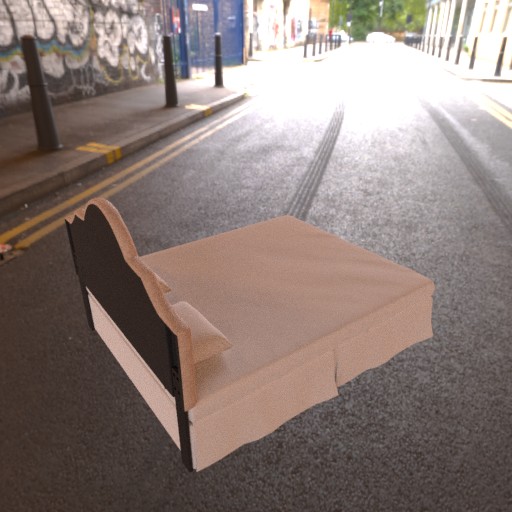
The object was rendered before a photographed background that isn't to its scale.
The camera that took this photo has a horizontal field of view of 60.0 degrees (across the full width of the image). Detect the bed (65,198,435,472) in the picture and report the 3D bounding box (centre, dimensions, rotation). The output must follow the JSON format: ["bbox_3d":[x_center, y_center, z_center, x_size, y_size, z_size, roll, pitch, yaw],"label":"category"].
[{"bbox_3d":[0.000,0.000,2.974,1.970,1.194,1.667,-19,32,-32],"label":"bed"}]
